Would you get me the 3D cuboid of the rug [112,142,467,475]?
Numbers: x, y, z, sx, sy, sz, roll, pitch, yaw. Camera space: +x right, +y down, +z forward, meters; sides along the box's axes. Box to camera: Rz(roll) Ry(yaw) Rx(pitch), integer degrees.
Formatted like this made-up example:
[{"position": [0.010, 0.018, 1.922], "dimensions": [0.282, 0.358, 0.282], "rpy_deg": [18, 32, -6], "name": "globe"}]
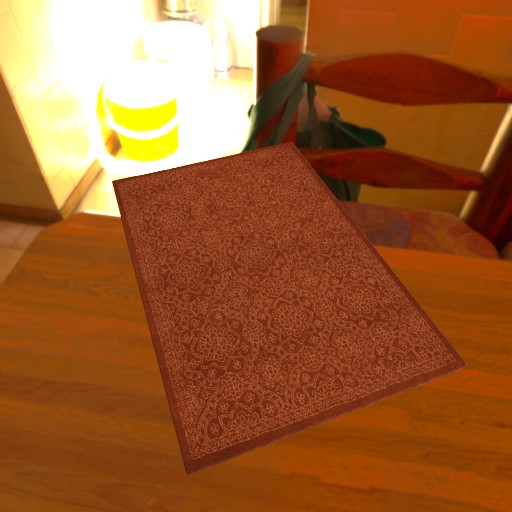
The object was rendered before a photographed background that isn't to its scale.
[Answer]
[{"position": [0.000, 0.000, 2.305], "dimensions": [1.219, 0.010, 1.829], "rpy_deg": [-15, 49, -14], "name": "rug"}]
